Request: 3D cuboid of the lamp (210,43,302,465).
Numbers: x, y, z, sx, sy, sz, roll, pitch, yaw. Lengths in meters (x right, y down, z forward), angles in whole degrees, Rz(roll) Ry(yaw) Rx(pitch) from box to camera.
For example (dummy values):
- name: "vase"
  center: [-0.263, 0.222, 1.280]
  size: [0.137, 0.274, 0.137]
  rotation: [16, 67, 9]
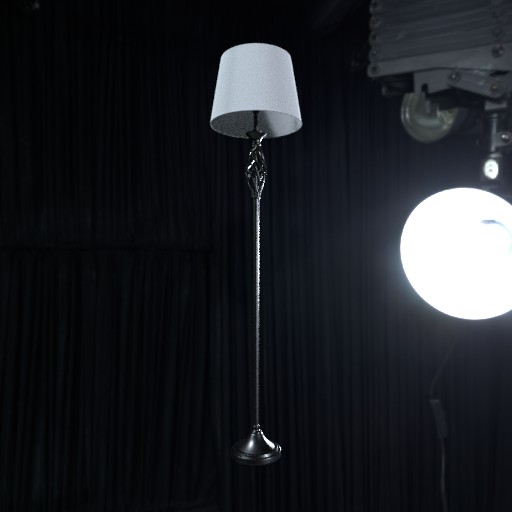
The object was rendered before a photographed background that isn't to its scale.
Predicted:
- name: "lamp"
  center: [0.000, 0.000, 1.827]
  size: [0.379, 1.623, 0.379]
  rotation: [0, -1, 0]
